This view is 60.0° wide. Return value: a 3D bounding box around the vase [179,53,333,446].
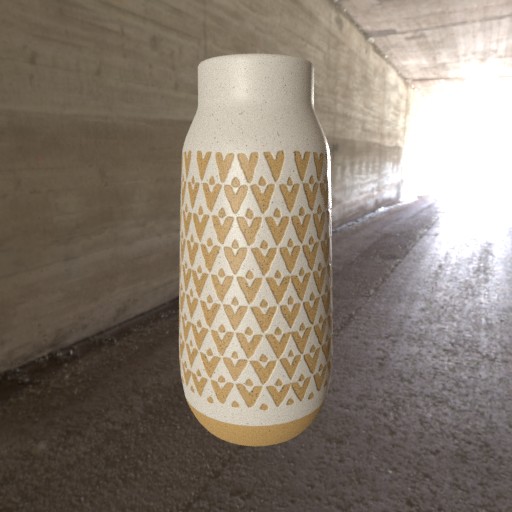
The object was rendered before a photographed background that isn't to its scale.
[{"bbox_3d":[0.000,0.000,0.382,0.137,0.307,0.137,0,13,0],"label":"vase"}]
